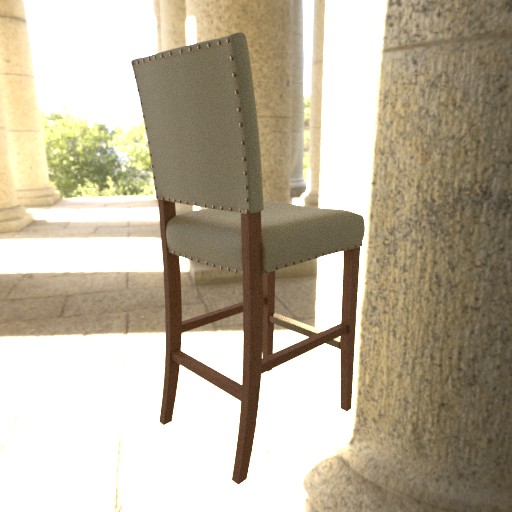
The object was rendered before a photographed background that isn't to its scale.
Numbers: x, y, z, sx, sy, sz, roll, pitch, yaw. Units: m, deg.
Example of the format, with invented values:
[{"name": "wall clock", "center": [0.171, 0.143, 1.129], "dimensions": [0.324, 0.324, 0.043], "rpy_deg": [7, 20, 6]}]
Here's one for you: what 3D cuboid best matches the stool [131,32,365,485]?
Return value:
[{"name": "stool", "center": [0.000, 0.000, 1.422], "dimensions": [0.584, 1.168, 0.445], "rpy_deg": [-14, 20, -43]}]
